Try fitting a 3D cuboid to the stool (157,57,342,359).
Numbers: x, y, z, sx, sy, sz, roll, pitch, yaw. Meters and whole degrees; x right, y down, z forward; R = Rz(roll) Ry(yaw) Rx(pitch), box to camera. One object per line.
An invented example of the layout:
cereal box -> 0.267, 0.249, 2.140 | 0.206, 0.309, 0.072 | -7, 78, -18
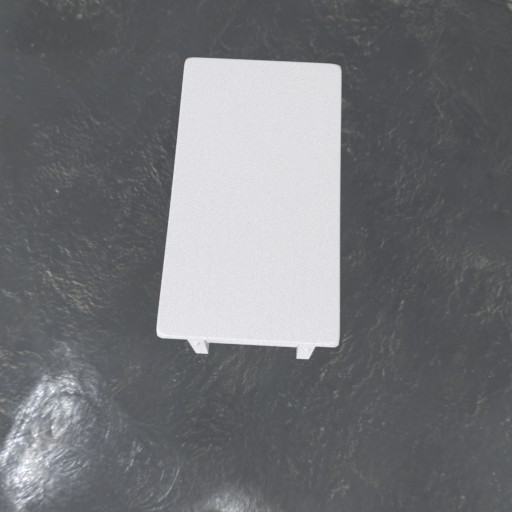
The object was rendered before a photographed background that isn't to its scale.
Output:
stool -> 0.000, 0.000, 0.959 | 0.322, 0.742, 0.406 | 3, 76, 1
